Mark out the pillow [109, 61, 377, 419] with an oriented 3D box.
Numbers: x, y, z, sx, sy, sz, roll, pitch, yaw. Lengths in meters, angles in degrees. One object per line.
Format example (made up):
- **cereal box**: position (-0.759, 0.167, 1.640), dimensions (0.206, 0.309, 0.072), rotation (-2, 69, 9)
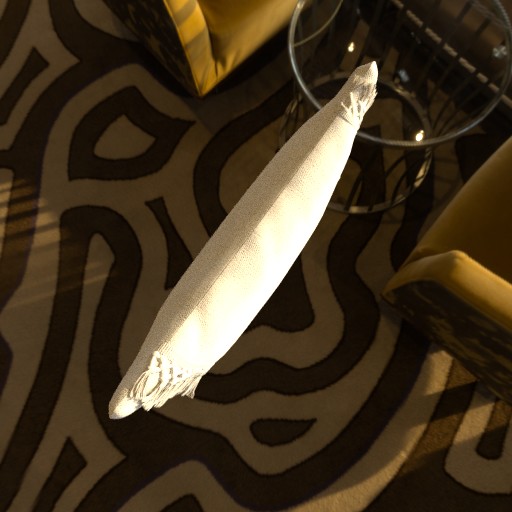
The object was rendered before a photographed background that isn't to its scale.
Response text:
- **pillow**: position (0.000, 0.000, 0.595), dimensions (0.084, 0.305, 0.466), rotation (35, 79, 8)
